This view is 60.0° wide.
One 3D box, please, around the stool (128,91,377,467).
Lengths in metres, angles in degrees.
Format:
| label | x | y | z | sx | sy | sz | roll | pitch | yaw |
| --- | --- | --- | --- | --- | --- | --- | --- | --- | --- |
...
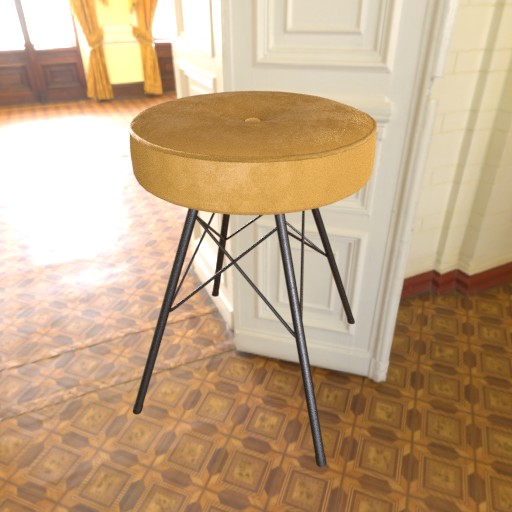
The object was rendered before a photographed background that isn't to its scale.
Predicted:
| label | x | y | z | sx | sy | sz | roll | pitch | yaw |
| --- | --- | --- | --- | --- | --- | --- | --- | --- | --- |
| stool | 0.000 | 0.000 | 0.921 | 0.438 | 0.595 | 0.472 | 11 | 33 | 17 |
